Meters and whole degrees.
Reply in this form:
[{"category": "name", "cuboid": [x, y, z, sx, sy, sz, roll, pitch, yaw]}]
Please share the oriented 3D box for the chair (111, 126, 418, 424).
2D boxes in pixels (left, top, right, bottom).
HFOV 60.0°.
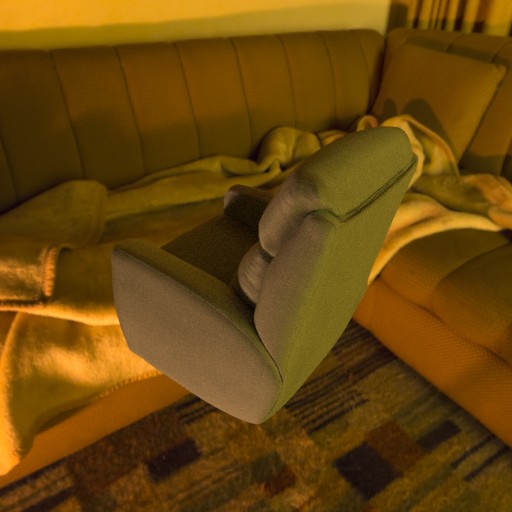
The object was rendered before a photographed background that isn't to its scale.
[{"category": "chair", "cuboid": [0.000, 0.000, 1.720, 0.940, 1.016, 0.794, 21, 38, 30]}]
